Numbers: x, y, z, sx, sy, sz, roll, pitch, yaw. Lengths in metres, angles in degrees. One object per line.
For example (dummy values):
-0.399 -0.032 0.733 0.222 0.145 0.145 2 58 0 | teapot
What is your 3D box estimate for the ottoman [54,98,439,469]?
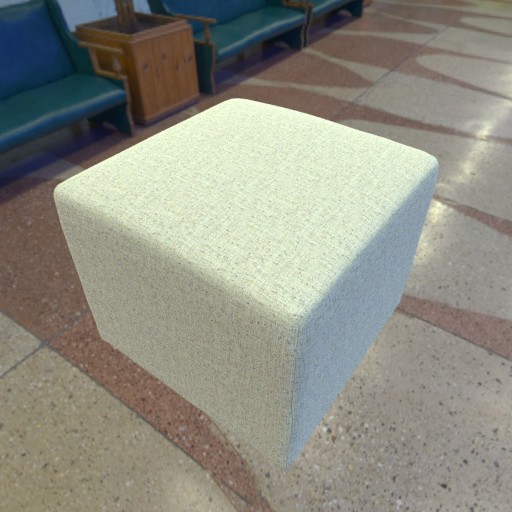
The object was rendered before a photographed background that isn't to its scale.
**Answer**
0.000 0.000 0.912 0.512 0.453 0.521 26 47 27 | ottoman
